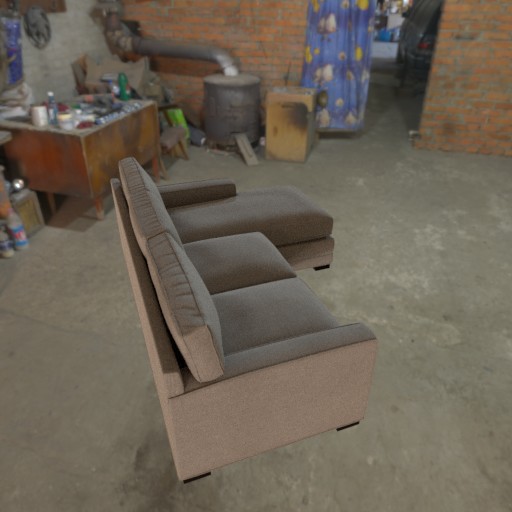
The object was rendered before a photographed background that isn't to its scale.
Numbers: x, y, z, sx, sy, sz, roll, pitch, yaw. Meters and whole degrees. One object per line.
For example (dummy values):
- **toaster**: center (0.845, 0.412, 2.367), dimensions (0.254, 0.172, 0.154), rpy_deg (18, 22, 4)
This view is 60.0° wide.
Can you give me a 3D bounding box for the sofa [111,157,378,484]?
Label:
- **sofa**: center (0.000, 0.000, 2.756), dimensions (1.496, 0.861, 2.087), rpy_deg (-11, 32, -18)
